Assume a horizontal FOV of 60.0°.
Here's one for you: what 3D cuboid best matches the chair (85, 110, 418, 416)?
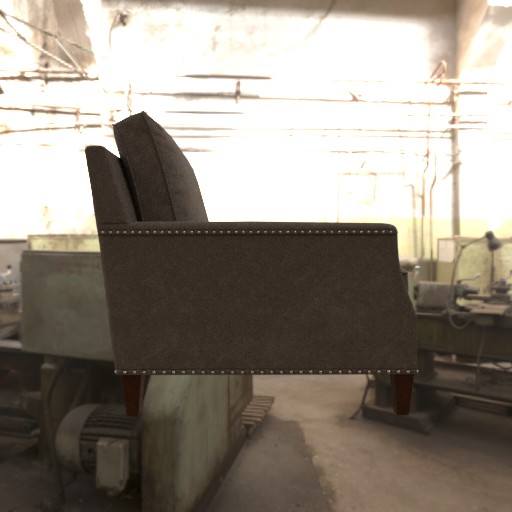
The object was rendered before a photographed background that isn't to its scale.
[{"bbox_3d":[0.000,0.000,1.723,1.014,0.948,0.853,0,1,0],"label":"chair"}]
